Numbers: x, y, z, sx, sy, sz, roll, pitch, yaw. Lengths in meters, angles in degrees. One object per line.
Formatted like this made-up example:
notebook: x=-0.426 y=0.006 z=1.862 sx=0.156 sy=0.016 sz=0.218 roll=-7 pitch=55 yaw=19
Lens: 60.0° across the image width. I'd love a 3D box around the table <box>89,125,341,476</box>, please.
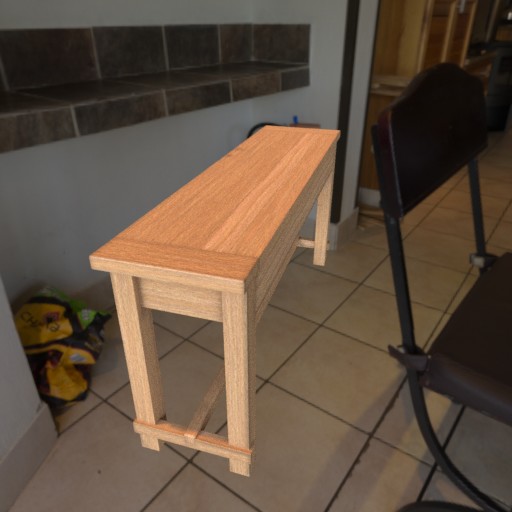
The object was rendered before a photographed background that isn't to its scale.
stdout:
table: x=0.000 y=0.000 z=1.913 sx=0.442 sy=0.762 sz=1.599 roll=8 pitch=29 yaw=15
